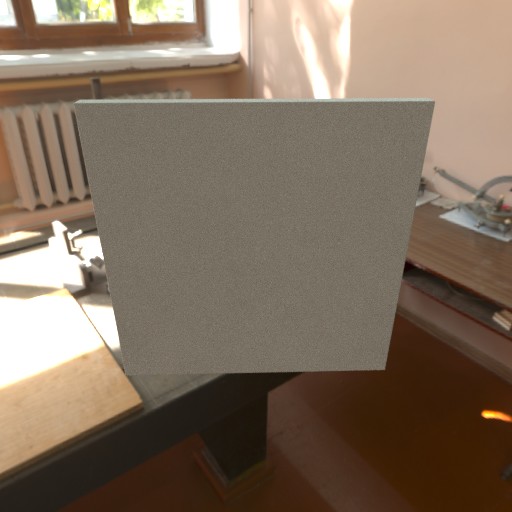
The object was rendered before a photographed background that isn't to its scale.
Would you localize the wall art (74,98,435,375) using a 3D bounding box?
[{"bbox_3d":[0.000,0.000,1.133,0.762,0.762,0.040,-1,29,-1],"label":"wall art"}]
